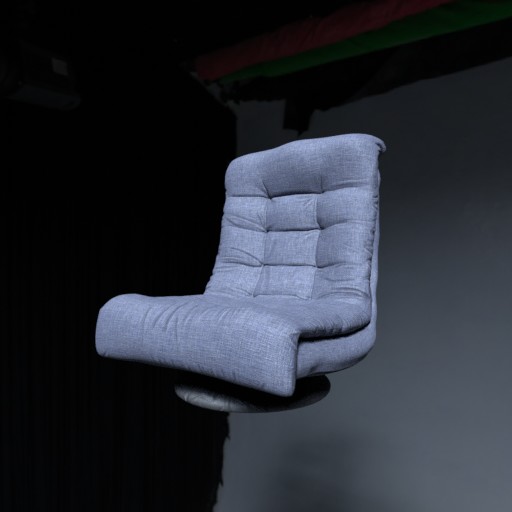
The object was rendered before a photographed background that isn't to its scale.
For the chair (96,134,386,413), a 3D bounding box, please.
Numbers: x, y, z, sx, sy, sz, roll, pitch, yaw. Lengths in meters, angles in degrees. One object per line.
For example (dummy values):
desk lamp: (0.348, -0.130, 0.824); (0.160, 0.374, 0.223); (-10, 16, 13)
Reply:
chair: (0.000, 0.000, 1.233); (0.597, 0.749, 0.668); (0, 0, 35)
